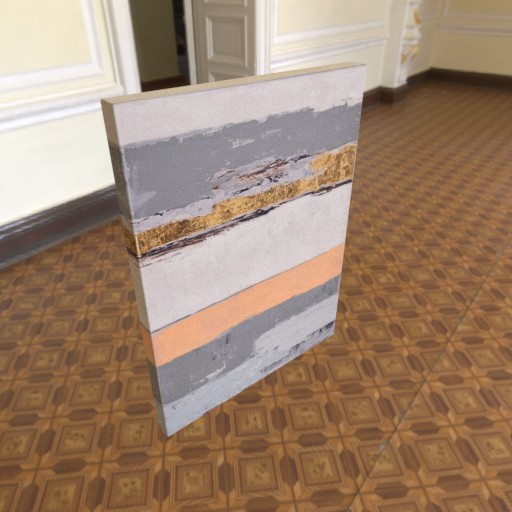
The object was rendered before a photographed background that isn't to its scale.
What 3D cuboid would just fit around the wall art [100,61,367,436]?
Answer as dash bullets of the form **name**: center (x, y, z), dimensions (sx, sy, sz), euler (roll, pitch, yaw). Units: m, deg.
- **wall art**: center (0.000, 0.000, 0.805), dimensions (0.456, 0.609, 0.038), euler (-23, 39, -32)
